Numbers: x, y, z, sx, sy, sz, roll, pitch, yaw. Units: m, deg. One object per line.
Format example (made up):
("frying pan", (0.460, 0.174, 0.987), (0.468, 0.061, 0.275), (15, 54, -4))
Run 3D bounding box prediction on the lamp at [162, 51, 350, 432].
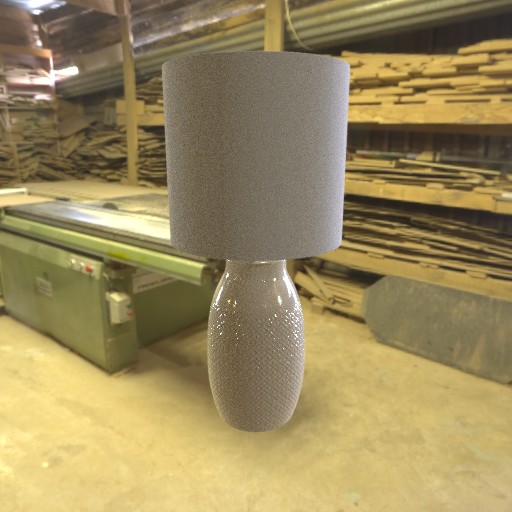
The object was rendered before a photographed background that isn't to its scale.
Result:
("lamp", (0.000, 0.000, 0.577), (0.217, 0.453, 0.217), (14, 20, 43))
